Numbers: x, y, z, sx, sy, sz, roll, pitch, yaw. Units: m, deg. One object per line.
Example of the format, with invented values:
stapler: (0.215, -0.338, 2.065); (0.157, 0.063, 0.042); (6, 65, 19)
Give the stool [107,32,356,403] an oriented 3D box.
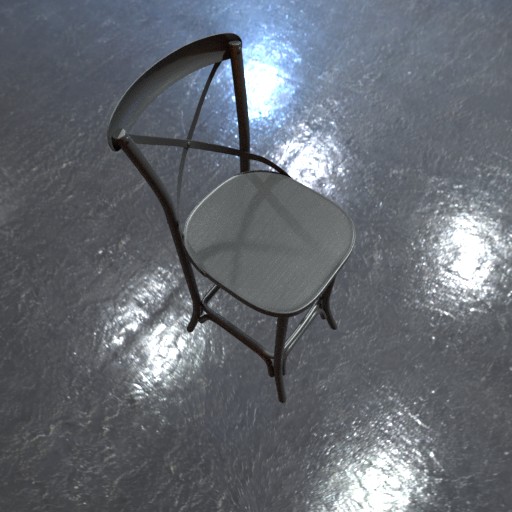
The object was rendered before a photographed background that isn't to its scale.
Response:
stool: (0.000, 0.000, 1.433); (0.584, 1.168, 0.457); (33, 65, 18)
